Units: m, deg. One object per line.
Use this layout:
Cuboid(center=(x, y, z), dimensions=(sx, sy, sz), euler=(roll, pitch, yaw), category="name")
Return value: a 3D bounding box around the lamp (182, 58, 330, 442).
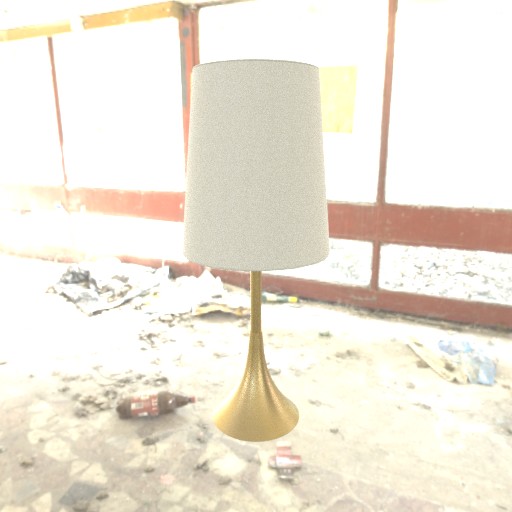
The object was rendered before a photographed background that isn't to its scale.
Cuboid(center=(0.000, 0.000, 0.703), dimensions=(0.231, 0.569, 0.231), euler=(0, 14, 0), category="lamp")
